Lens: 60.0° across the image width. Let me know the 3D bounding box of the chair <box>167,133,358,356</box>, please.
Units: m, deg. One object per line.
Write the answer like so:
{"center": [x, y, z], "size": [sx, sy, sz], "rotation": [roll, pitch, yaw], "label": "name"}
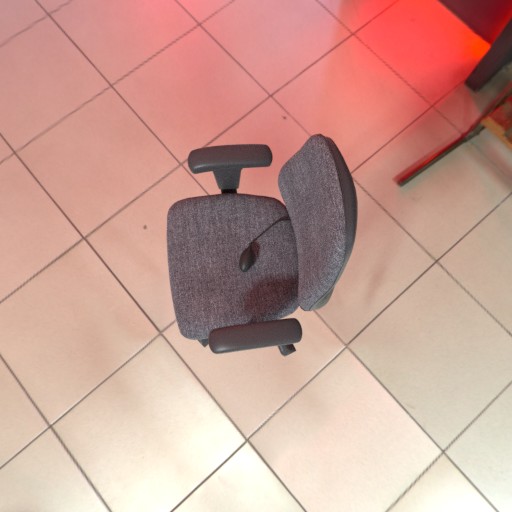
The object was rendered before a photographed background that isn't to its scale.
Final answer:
{"center": [0.000, 0.000, 1.256], "size": [0.530, 0.910, 0.550], "rotation": [-8, 75, -2], "label": "chair"}
